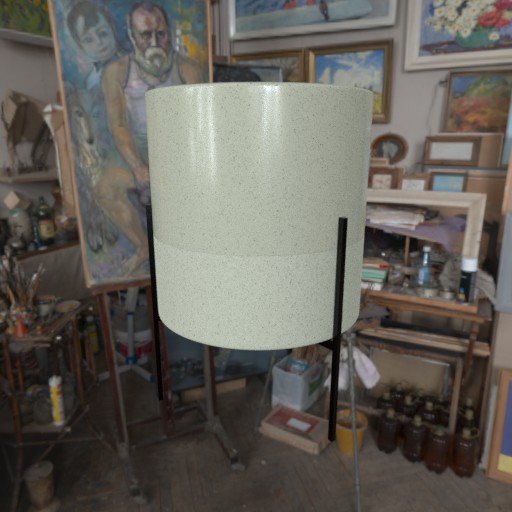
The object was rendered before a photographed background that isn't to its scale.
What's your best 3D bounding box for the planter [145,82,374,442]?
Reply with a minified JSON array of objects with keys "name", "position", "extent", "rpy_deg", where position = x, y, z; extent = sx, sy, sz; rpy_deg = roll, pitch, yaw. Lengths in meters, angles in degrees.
[{"name":"planter","position":[0.000,0.000,0.688],"extent":[0.323,0.475,0.314],"rpy_deg":[-2,16,-9]}]
